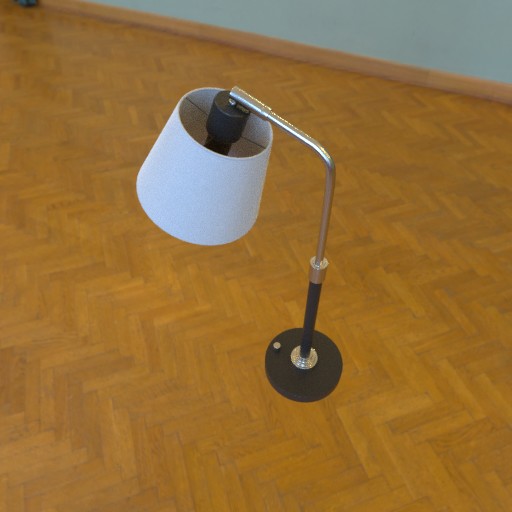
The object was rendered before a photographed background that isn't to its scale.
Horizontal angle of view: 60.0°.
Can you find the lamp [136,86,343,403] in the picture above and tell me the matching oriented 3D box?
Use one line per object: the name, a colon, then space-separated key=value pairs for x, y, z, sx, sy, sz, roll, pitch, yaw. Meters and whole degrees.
lamp: x=0.000 y=0.000 z=0.690 sx=0.348 sy=0.539 sz=0.181 roll=19 pitch=50 yaw=17
